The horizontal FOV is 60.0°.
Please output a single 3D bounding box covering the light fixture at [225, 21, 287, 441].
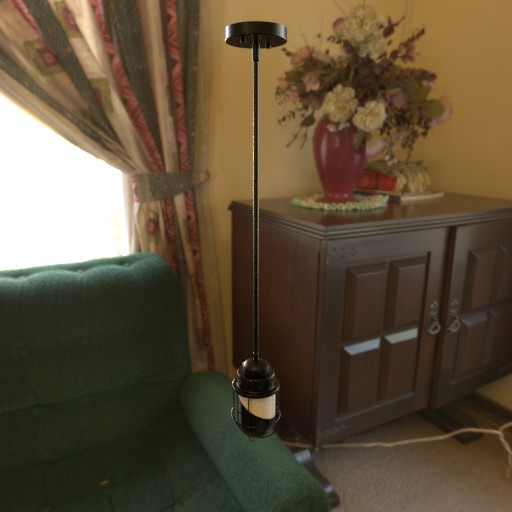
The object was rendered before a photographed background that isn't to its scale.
[{"bbox_3d":[0.000,0.000,0.984,0.123,0.920,0.123,-13,19,-43],"label":"light fixture"}]
